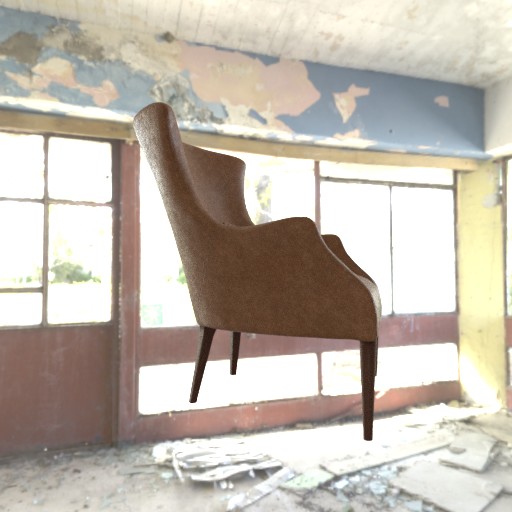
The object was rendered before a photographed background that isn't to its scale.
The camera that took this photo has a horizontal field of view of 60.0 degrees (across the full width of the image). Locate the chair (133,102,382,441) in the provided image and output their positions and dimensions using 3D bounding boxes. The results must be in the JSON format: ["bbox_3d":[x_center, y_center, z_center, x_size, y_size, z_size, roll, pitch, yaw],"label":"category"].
[{"bbox_3d":[0.000,0.000,1.763,0.955,1.067,0.846,0,-2,17],"label":"chair"}]
